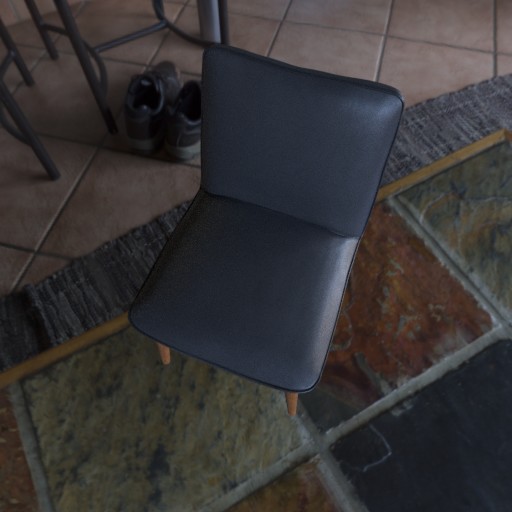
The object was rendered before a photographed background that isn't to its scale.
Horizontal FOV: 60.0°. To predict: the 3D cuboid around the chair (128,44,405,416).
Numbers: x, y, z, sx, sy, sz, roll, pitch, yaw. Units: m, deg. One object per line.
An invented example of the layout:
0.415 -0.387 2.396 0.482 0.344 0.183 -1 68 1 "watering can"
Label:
0.000 0.000 1.205 0.543 0.801 0.645 15 60 9 "chair"
